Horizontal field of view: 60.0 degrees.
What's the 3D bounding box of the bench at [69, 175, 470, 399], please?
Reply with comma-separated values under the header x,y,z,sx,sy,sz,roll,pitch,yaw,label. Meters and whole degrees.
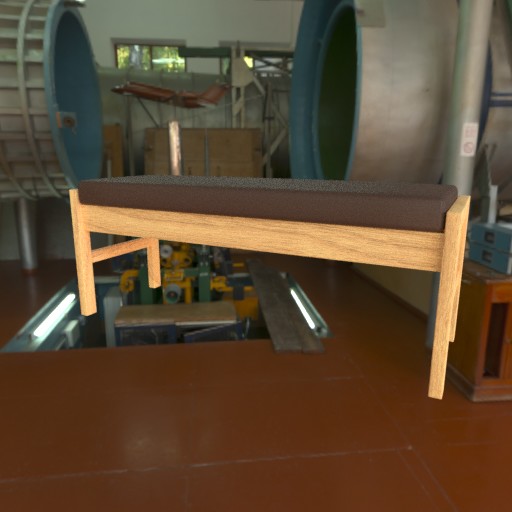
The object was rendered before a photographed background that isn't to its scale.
x,y,z,sx,sy,sz,roll,pitch,yaw,label
0.000,0.000,1.436,1.200,0.480,0.405,7,15,27,bench
